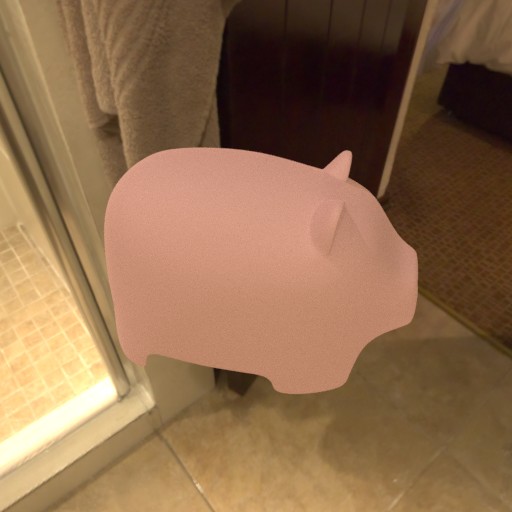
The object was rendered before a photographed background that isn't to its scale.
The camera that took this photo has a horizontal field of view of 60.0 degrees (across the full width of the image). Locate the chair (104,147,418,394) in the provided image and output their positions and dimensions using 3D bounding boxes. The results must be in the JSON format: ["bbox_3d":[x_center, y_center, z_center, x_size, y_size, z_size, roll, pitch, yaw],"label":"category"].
[{"bbox_3d":[0.000,0.000,0.867,0.619,0.423,0.364,10,47,9],"label":"chair"}]
